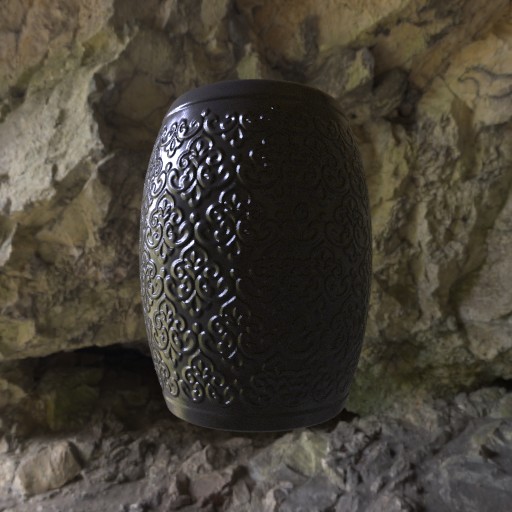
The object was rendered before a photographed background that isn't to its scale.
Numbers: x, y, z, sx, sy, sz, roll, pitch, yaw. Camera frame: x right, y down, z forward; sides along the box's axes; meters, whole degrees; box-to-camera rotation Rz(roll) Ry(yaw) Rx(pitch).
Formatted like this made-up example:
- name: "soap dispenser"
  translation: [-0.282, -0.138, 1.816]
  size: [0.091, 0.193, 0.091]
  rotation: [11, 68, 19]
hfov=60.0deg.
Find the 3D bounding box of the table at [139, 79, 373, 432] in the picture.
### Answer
- name: "table"
  translation: [0.000, 0.000, 0.607]
  size: [0.309, 0.397, 0.309]
  rotation: [0, -2, 0]
